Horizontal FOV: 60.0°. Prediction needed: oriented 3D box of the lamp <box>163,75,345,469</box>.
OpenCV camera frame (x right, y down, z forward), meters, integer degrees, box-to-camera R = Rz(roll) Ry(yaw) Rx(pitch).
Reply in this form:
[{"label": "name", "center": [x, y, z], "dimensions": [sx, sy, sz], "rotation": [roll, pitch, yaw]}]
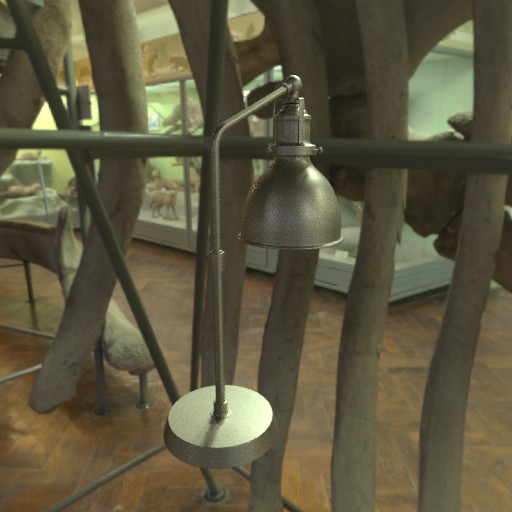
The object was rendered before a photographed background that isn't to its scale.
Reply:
[{"label": "lamp", "center": [0.000, 0.000, 0.584], "dimensions": [0.286, 0.456, 0.153], "rotation": [-14, 21, -43]}]
